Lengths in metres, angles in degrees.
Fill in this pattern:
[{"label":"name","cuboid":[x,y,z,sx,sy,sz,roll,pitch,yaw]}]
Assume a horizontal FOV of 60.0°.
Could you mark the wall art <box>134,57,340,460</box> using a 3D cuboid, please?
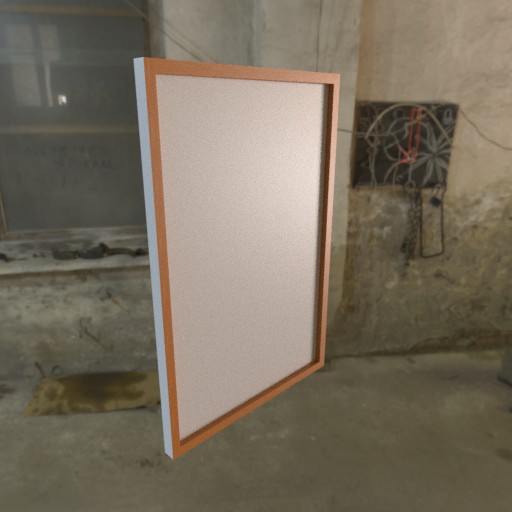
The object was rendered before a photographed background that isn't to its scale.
[{"label":"wall art","cuboid":[0.000,0.000,1.168,0.610,0.916,0.037,-17,25,-42]}]
